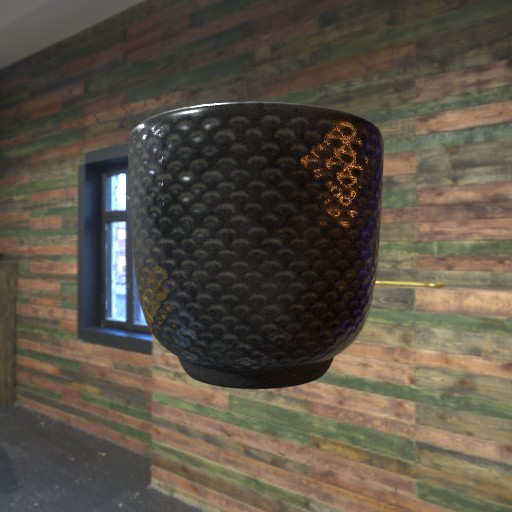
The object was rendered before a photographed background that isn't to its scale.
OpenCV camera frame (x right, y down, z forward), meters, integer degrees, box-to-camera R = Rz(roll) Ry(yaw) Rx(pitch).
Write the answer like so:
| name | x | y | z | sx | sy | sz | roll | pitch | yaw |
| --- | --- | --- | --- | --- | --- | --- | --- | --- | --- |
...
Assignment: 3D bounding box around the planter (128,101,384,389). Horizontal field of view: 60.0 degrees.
| name | x | y | z | sx | sy | sz | roll | pitch | yaw |
| --- | --- | --- | --- | --- | --- | --- | --- | --- | --- |
| planter | 0.000 | 0.000 | 0.252 | 0.140 | 0.129 | 0.140 | 0 | 0 | 0 |
